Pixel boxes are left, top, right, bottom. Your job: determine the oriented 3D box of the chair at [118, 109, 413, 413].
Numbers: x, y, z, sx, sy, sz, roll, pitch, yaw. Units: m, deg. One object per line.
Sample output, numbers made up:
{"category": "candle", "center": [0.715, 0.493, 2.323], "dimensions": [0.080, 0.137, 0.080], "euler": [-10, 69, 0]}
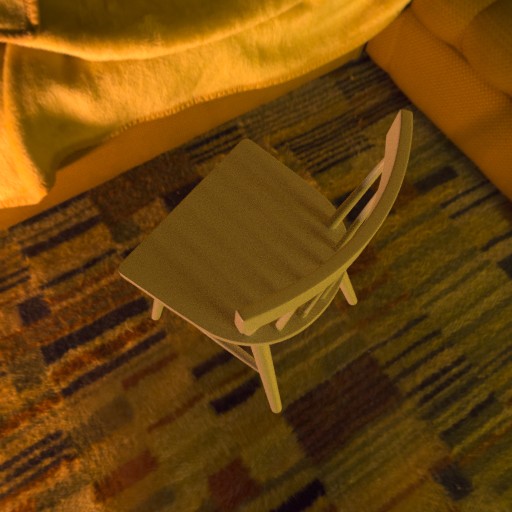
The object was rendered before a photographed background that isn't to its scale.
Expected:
{"category": "chair", "center": [0.000, 0.000, 1.079], "dimensions": [0.500, 0.787, 0.483], "euler": [35, 69, 15]}
